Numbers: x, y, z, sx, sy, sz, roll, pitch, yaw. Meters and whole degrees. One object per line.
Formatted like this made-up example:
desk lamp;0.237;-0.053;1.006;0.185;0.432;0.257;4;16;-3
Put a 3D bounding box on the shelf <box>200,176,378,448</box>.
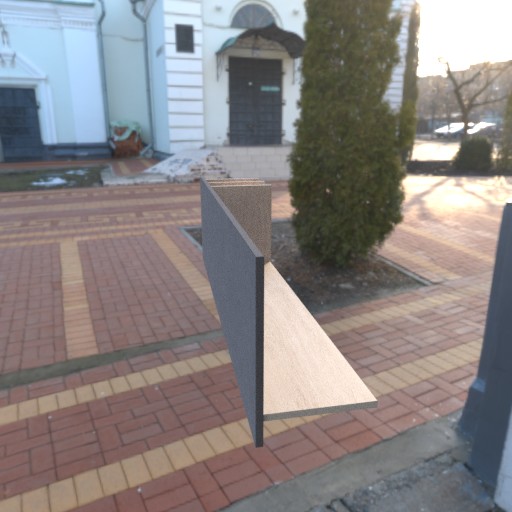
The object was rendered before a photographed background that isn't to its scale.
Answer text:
shelf;0.000;0.000;1.124;0.200;0.300;1.020;-3;17;-11
